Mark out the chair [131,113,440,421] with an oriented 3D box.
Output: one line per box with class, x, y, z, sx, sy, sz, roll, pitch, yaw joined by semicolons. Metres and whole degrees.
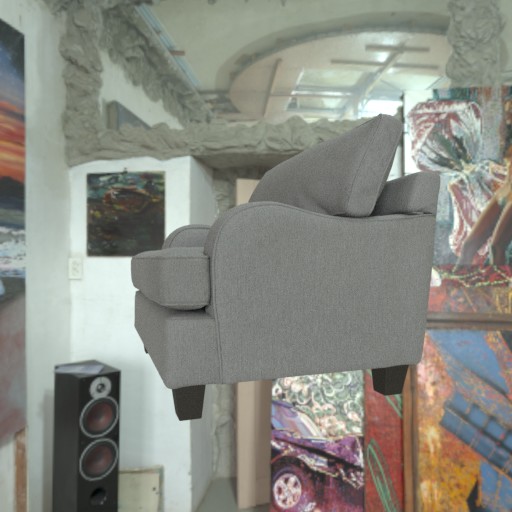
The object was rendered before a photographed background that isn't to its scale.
chair;0.000;0.000;2.014;1.041;1.016;1.220;0;0;-20
